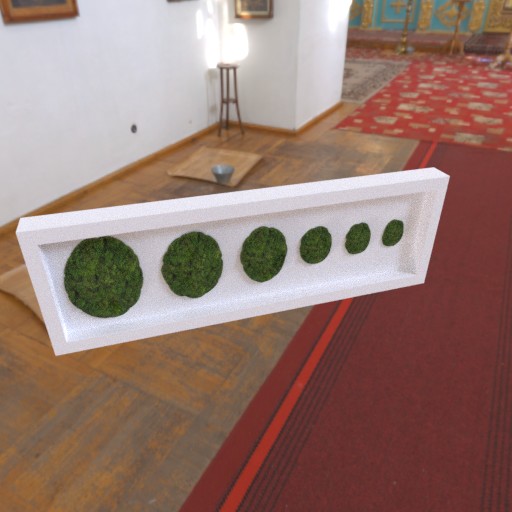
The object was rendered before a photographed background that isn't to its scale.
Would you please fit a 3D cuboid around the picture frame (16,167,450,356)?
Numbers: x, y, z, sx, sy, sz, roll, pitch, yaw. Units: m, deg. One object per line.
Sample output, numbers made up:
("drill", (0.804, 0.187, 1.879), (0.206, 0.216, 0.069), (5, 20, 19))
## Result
("picture frame", (0.000, 0.000, 0.836), (0.759, 0.250, 0.050), (-9, 33, -15))
